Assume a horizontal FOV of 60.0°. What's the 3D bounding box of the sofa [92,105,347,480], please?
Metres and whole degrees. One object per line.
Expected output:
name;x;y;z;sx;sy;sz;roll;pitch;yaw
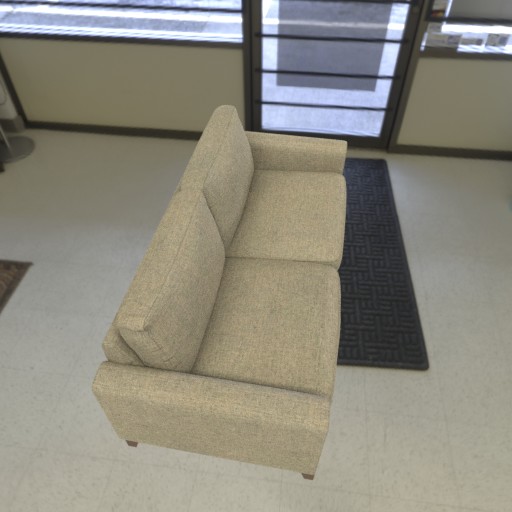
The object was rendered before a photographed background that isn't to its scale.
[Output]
sofa;0.000;0.000;2.453;0.969;0.892;1.978;7;47;7
